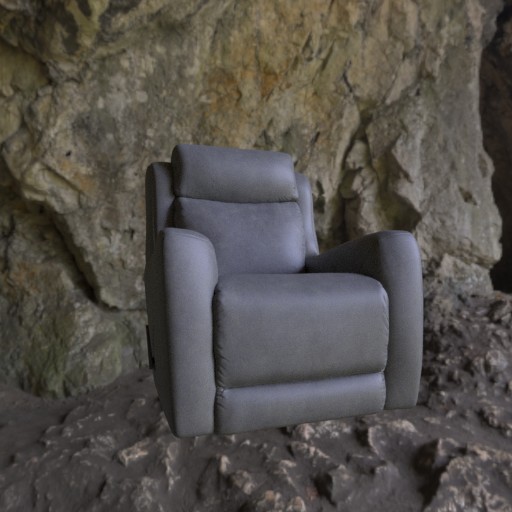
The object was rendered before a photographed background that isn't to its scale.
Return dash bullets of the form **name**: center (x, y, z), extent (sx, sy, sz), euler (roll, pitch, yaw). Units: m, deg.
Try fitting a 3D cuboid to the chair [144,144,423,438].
- **chair**: center (0.000, 0.000, 1.921), extent (0.967, 1.116, 1.068), euler (0, 0, -18)
